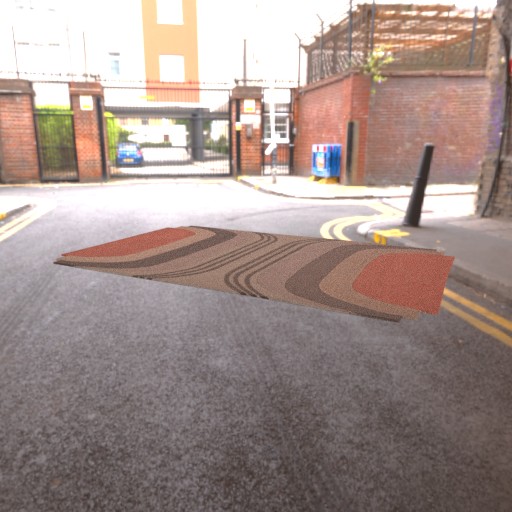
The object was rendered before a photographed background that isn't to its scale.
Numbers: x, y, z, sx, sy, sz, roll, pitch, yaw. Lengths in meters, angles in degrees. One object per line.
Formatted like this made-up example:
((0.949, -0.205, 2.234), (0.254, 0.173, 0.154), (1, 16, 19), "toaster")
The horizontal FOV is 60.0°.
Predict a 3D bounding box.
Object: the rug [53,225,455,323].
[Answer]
((0.000, 0.000, 3.043), (2.446, 0.017, 1.530), (7, 16, 26), "rug")
